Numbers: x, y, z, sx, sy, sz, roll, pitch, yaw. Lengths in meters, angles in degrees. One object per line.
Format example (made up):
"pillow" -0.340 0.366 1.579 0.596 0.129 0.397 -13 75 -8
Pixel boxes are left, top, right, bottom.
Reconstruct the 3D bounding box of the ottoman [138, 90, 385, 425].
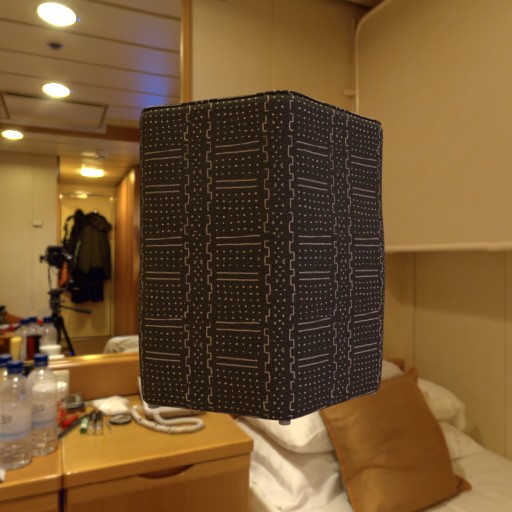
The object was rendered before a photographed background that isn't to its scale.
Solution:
"ottoman" 0.000 0.000 0.883 0.494 0.502 0.443 0 0 19
